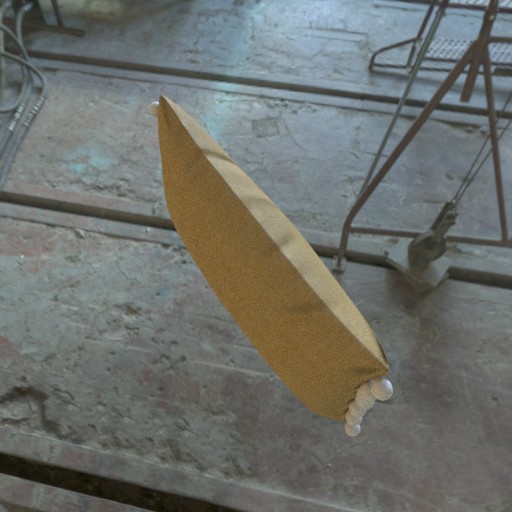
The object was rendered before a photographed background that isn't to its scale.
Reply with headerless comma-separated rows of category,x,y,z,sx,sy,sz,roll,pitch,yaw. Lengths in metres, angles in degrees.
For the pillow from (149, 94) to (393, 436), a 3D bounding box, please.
pillow,0.000,0.000,0.855,0.201,0.322,0.709,-30,63,-17
